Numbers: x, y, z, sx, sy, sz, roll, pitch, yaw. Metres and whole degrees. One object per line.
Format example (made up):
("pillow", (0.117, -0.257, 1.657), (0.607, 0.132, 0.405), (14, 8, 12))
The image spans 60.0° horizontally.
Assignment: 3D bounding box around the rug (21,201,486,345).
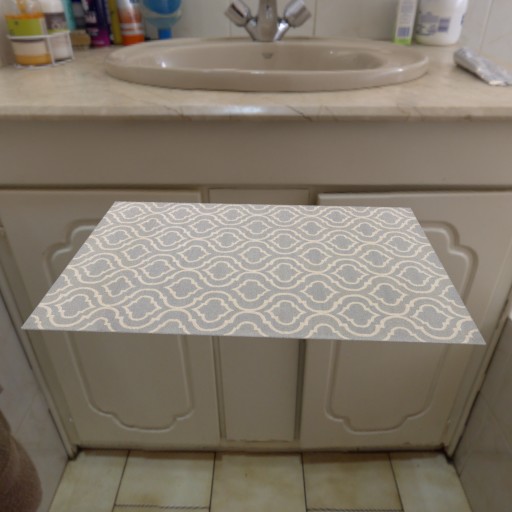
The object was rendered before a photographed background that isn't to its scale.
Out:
("rug", (0.000, 0.000, 2.144), (1.749, 0.015, 1.141), (2, 33, 2))
